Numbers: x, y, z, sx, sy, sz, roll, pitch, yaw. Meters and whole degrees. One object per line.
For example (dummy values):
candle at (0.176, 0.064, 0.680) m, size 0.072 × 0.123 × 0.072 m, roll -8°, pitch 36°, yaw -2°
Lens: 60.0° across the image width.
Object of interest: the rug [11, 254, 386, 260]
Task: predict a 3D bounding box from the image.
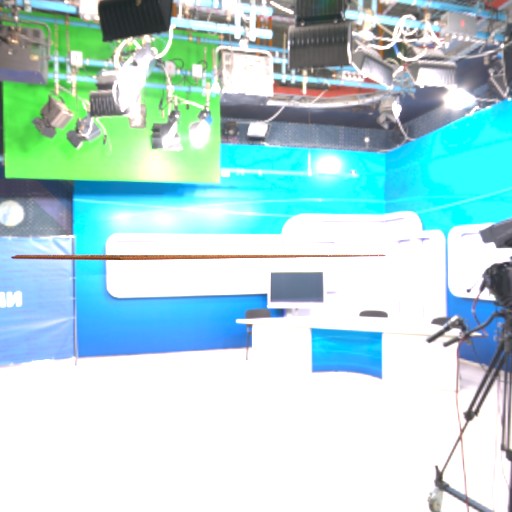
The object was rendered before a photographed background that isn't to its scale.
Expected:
rug at (0.000, 0.000, 2.403) m, size 0.651 × 0.016 × 2.274 m, roll 0°, pitch 0°, yaw 35°
